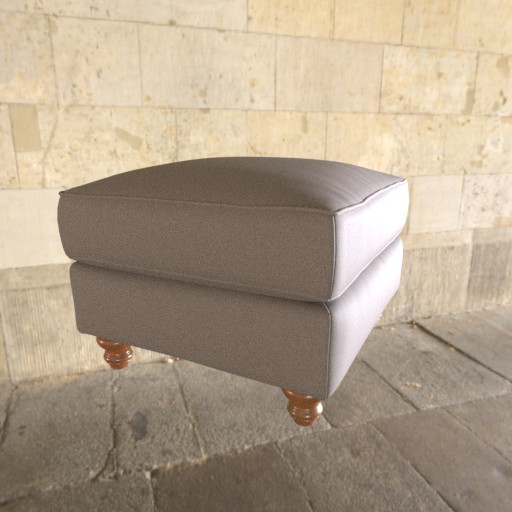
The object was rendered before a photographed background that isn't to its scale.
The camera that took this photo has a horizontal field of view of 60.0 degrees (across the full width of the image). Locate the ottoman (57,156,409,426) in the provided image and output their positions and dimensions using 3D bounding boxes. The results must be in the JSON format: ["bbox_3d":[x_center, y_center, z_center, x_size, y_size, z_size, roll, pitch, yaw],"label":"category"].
[{"bbox_3d":[0.000,0.000,1.158,0.662,0.505,0.721,7,16,26],"label":"ottoman"}]
